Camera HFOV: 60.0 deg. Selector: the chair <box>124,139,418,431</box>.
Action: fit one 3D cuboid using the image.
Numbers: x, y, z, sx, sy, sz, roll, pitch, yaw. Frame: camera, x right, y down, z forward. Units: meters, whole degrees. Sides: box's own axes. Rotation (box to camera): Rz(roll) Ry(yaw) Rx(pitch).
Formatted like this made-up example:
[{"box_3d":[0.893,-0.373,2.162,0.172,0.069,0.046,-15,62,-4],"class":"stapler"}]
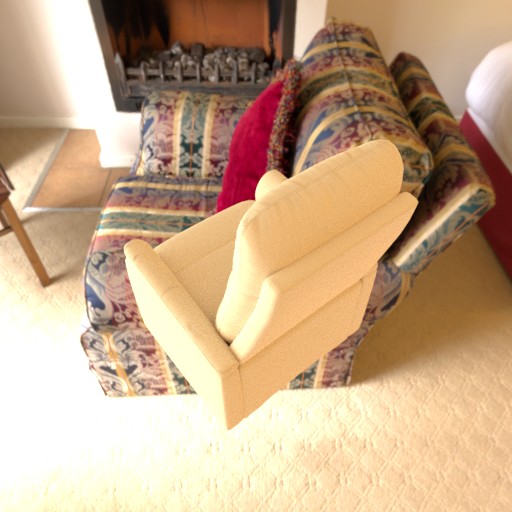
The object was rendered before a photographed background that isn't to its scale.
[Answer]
[{"box_3d":[0.000,0.000,1.664,0.775,1.082,0.831,-31,55,-25],"class":"chair"}]
